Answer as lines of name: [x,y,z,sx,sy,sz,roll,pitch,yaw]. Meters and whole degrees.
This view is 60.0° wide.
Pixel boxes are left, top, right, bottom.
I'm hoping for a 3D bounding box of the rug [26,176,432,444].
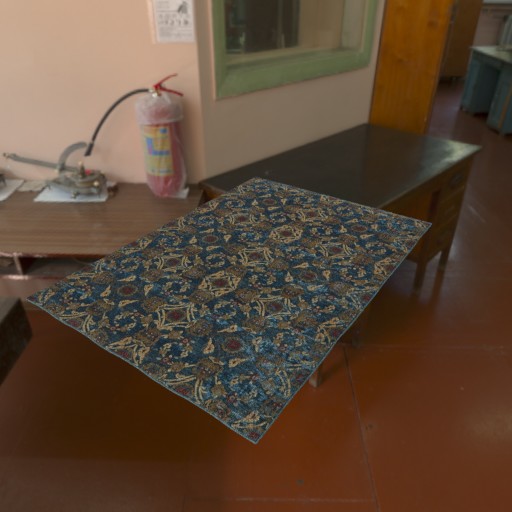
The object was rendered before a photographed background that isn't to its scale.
rug: [0.000,0.000,4.222,2.337,0.013,3.291,21,37,29]
